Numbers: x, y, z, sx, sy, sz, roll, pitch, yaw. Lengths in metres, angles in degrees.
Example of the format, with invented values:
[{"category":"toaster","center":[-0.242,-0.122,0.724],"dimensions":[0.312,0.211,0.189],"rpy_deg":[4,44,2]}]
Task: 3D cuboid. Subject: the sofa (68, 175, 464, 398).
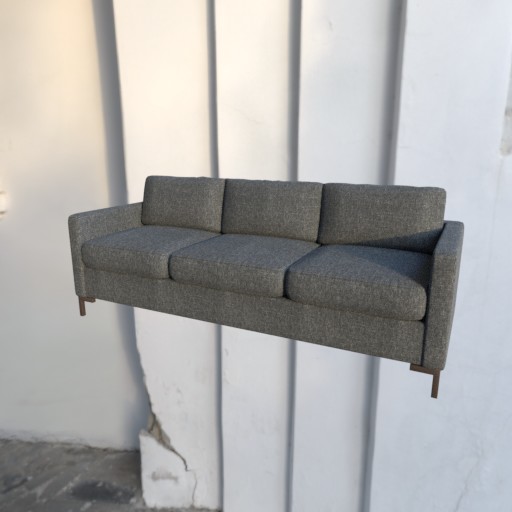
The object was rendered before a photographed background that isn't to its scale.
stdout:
[{"category":"sofa","center":[0.000,0.000,2.666],"dimensions":[2.218,0.874,0.859],"rpy_deg":[7,16,25]}]
